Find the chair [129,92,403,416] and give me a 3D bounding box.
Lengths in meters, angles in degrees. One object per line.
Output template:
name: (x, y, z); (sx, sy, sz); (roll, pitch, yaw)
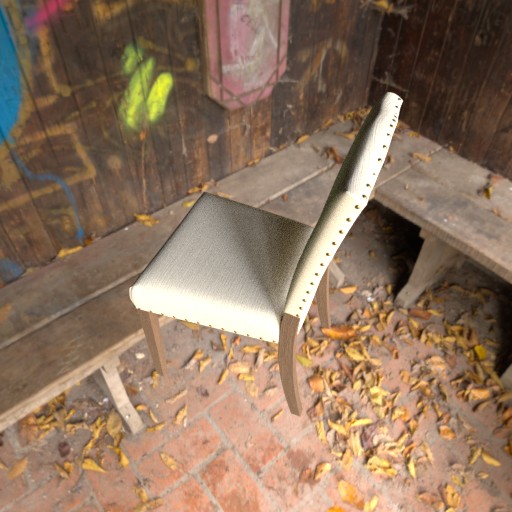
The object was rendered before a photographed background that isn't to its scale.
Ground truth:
chair: (0.000, 0.000, 1.364); (0.619, 1.015, 0.508); (16, 48, 15)
